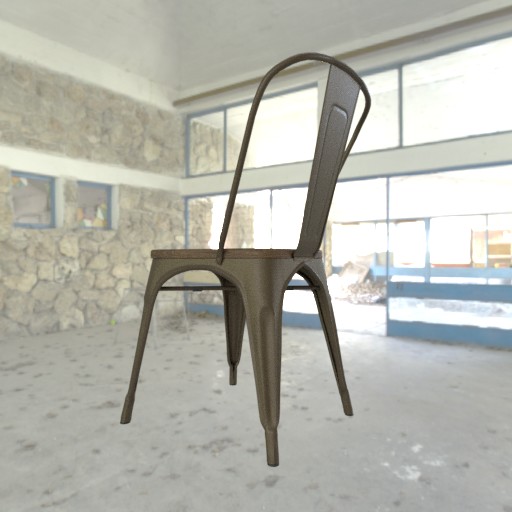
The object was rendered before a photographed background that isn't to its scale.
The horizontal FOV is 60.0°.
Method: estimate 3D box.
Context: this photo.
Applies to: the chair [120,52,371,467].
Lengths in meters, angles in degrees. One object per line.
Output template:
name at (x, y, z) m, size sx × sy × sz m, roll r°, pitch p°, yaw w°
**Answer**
chair at (0.000, 0.000, 1.145) m, size 0.532 × 0.844 × 0.451 m, roll 0°, pitch -1°, yaw 37°
